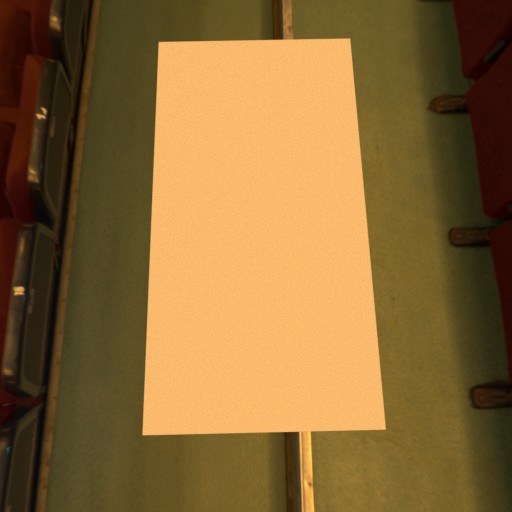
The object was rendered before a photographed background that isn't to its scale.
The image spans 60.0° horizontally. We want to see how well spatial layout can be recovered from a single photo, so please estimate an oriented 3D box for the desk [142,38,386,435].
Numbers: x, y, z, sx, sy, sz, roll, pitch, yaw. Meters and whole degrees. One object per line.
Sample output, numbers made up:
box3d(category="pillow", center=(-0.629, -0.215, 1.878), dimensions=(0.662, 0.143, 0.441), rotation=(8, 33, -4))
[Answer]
box3d(category="desk", center=(0.000, 0.000, 1.321), dimensions=(0.482, 0.730, 0.898), rotation=(-1, 75, 0))
